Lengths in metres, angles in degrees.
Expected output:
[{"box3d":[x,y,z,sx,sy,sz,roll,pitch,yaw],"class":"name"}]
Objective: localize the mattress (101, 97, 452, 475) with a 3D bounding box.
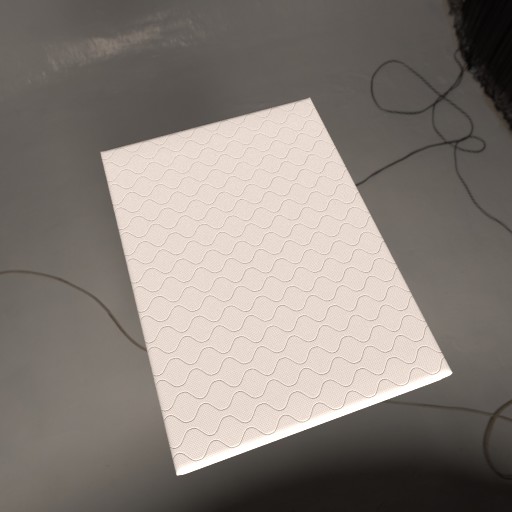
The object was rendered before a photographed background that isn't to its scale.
[{"box3d":[0.000,0.000,2.532,1.400,0.200,1.900,-17,66,-8],"class":"mattress"}]
